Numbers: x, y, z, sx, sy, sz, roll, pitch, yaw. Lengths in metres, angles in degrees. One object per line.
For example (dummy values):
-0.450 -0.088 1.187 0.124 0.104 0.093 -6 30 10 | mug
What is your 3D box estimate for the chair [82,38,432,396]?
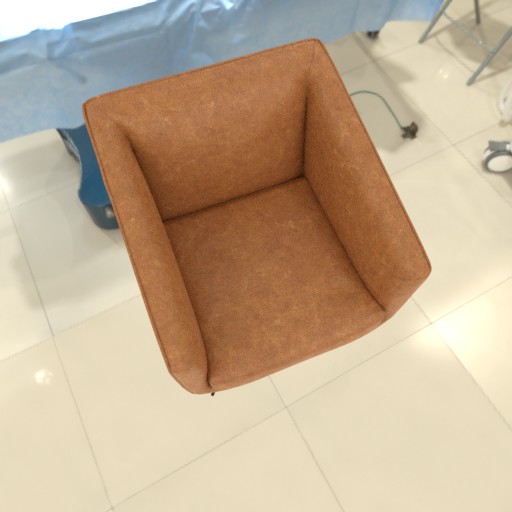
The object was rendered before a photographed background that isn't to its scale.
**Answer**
0.000 0.000 1.210 0.588 0.760 0.625 -19 65 -10 | chair
